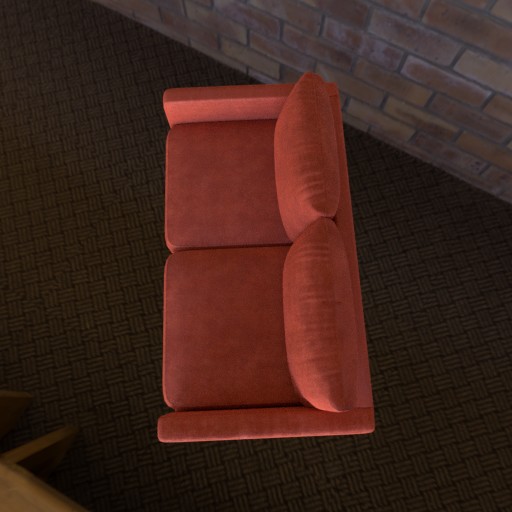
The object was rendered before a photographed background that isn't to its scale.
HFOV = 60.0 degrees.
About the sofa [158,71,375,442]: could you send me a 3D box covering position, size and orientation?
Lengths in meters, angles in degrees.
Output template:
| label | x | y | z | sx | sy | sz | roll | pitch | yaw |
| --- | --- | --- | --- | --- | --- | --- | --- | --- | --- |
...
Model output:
| label | x | y | z | sx | sy | sz | roll | pitch | yaw |
| --- | --- | --- | --- | --- | --- | --- | --- | --- | --- |
| sofa | 0.000 | 0.000 | 2.103 | 0.864 | 0.896 | 1.574 | -3 | 75 | -1 |
